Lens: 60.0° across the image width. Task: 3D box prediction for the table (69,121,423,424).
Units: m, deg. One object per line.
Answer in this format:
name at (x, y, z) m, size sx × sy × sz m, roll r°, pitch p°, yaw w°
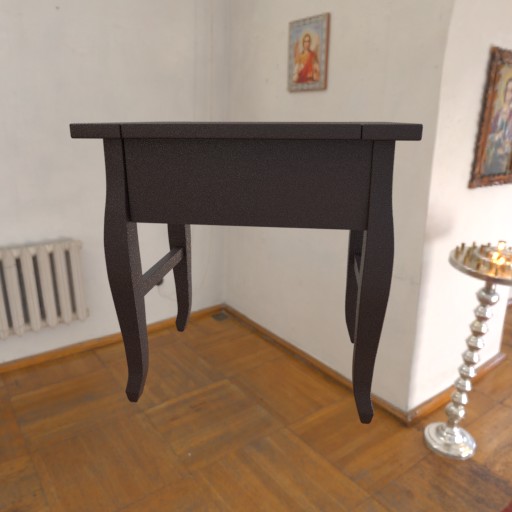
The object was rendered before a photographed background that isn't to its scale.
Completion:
table at (0.000, 0.000, 1.048) m, size 0.602 × 0.605 × 0.460 m, roll 2°, pitch 17°, yaw 8°
